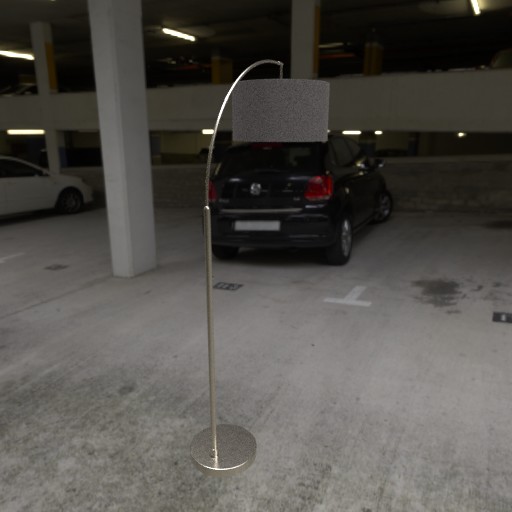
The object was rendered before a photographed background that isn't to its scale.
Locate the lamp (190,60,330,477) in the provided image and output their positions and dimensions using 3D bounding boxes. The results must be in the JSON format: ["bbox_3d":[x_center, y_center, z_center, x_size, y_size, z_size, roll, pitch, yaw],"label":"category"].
[{"bbox_3d":[0.000,0.000,2.078,0.452,1.735,0.934,8,18,27],"label":"lamp"}]
